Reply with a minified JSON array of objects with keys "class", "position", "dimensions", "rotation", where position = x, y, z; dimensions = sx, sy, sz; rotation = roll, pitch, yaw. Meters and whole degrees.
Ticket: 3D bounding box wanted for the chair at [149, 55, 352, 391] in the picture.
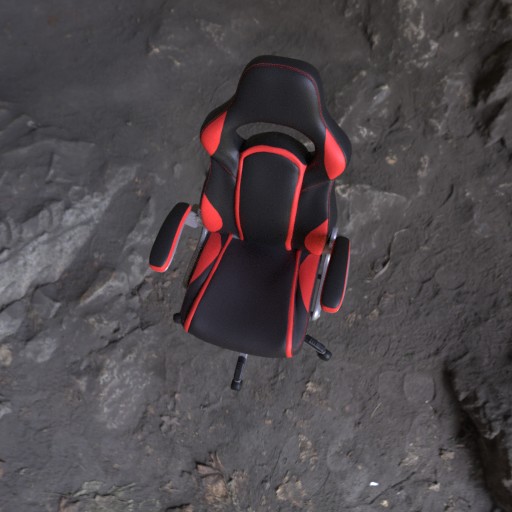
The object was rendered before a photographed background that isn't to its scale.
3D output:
[{"class":"chair","position":[0.000,0.000,1.613],"dimensions":[0.758,1.165,0.712],"rotation":[13,60,8]}]
